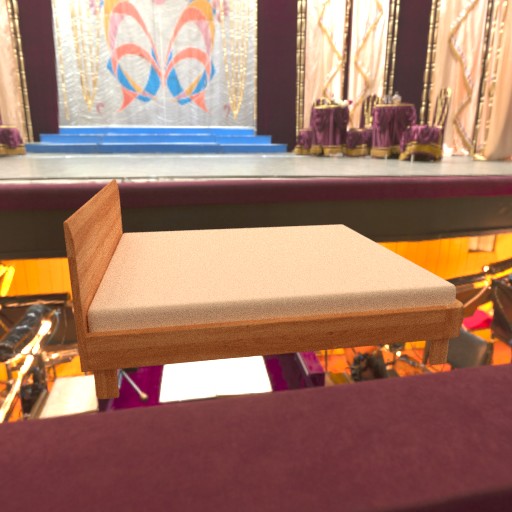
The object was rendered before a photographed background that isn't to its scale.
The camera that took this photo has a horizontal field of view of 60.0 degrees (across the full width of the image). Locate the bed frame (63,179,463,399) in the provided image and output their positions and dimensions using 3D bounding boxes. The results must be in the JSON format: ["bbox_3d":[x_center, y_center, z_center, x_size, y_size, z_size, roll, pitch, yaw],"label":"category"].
[{"bbox_3d":[0.000,0.000,3.163,2.092,0.940,1.872,-3,16,-10],"label":"bed frame"}]
